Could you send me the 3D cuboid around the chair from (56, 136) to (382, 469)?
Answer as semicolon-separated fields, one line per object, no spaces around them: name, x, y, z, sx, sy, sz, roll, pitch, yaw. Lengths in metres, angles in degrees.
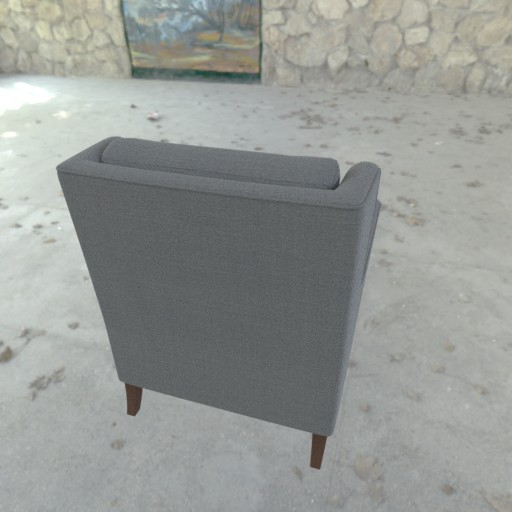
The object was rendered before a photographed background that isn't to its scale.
chair;0.000;0.000;1.735;0.866;1.056;1.040;9;32;15
